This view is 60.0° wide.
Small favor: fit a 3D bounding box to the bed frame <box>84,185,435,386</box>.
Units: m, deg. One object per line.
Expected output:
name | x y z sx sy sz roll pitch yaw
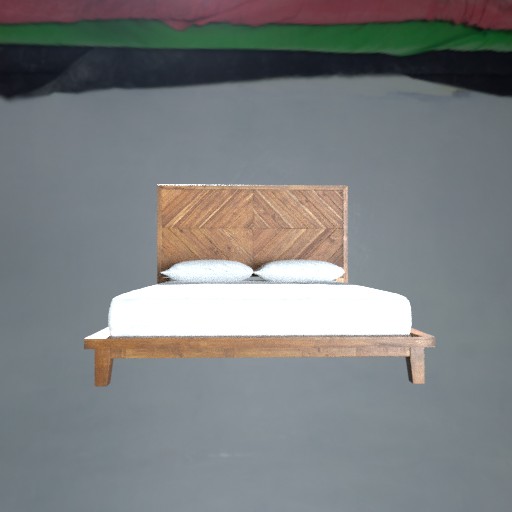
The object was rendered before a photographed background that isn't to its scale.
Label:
bed frame | 0.000 0.000 3.685 2.038 1.537 2.235 0 -1 -2
